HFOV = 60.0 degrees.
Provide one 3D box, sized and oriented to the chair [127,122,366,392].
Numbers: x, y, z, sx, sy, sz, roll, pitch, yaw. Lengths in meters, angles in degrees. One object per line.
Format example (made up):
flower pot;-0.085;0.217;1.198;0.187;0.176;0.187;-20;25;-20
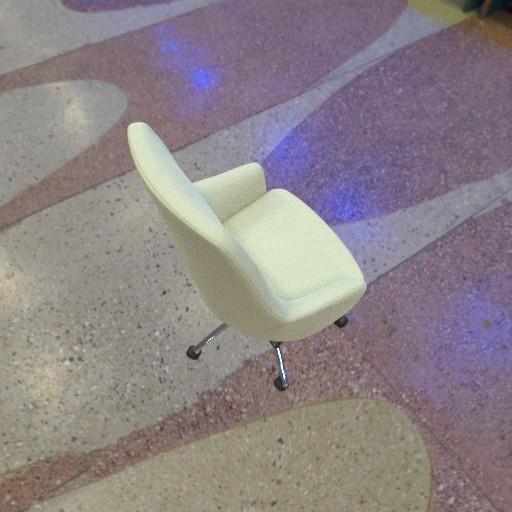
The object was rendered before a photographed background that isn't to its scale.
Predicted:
chair;0.000;0.000;1.443;0.640;1.049;0.620;-29;62;-17
